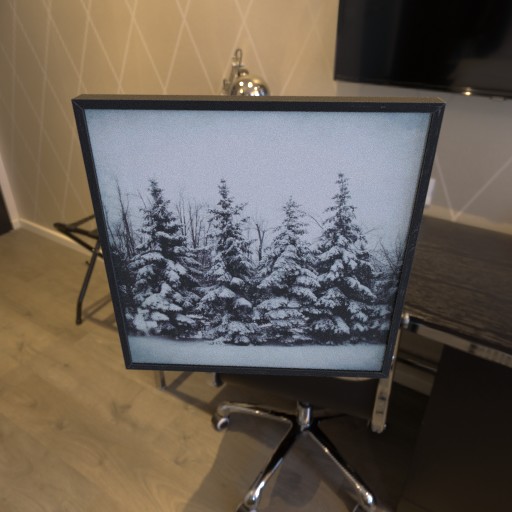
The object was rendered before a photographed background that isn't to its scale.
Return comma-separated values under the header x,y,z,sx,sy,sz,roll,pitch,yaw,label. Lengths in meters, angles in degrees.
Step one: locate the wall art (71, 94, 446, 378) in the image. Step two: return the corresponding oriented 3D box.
x,y,z,sx,sy,sz,roll,pitch,yaw,label
0.000,0.000,0.740,0.506,0.506,0.036,1,30,2,wall art
